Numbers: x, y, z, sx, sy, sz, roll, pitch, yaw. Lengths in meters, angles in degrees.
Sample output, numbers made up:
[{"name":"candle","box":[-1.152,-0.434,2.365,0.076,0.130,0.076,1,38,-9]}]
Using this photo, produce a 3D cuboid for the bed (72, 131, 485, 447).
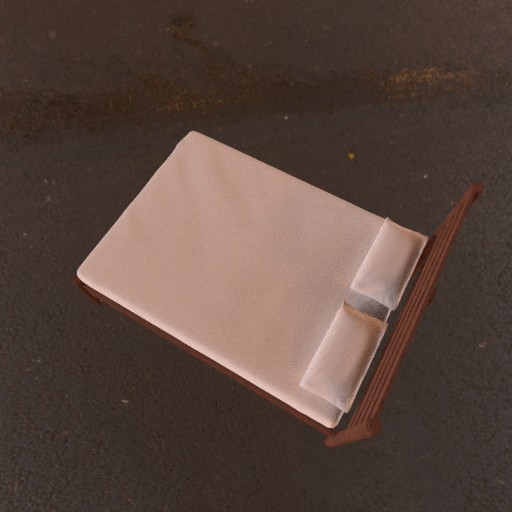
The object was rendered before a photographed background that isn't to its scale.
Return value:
[{"name":"bed","box":[0.000,0.000,2.994,2.093,1.304,1.509,28,68,12]}]
